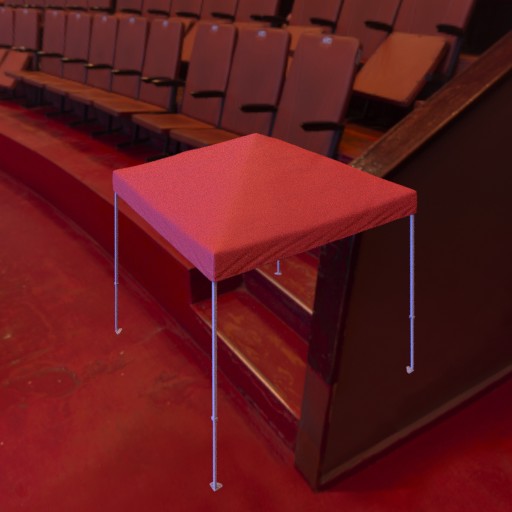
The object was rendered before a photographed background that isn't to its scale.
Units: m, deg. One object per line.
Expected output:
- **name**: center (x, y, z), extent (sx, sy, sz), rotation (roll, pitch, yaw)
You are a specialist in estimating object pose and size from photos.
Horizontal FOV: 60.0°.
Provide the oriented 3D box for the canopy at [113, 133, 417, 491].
- **canopy**: center (0.000, 0.000, 6.549), extent (3.600, 3.600, 3.599), rotation (-18, 34, -29)
